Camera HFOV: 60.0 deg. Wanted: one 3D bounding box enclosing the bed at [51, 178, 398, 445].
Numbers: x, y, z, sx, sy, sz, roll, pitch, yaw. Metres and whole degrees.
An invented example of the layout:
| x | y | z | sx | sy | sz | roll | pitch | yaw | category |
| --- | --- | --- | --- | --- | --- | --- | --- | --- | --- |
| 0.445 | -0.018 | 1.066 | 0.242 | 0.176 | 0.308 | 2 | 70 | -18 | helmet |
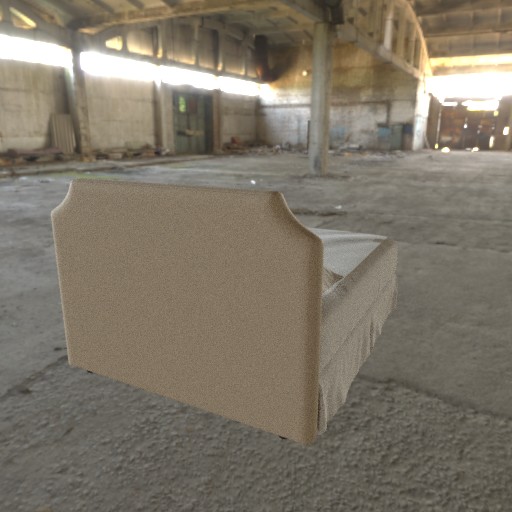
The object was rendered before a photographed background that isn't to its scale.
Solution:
| x | y | z | sx | sy | sz | roll | pitch | yaw | category |
| --- | --- | --- | --- | --- | --- | --- | --- | --- | --- |
| 0.000 | 0.000 | 3.954 | 2.134 | 1.524 | 2.548 | 8 | 18 | 27 | bed |
